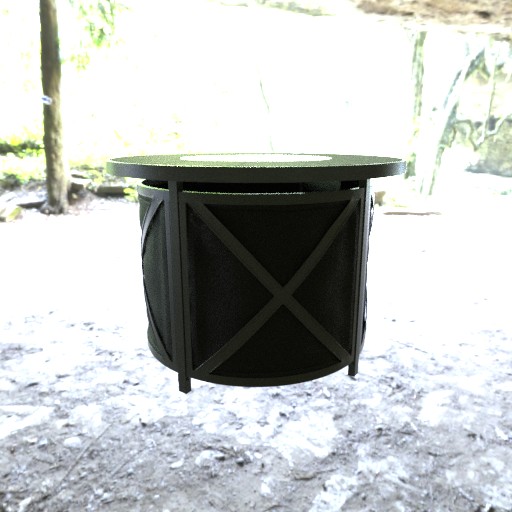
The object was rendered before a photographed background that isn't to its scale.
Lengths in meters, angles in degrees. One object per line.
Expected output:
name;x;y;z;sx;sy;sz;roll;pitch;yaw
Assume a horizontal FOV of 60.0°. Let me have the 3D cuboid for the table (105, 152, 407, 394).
table;0.000;0.000;1.497;0.914;0.650;0.914;0;15;0
